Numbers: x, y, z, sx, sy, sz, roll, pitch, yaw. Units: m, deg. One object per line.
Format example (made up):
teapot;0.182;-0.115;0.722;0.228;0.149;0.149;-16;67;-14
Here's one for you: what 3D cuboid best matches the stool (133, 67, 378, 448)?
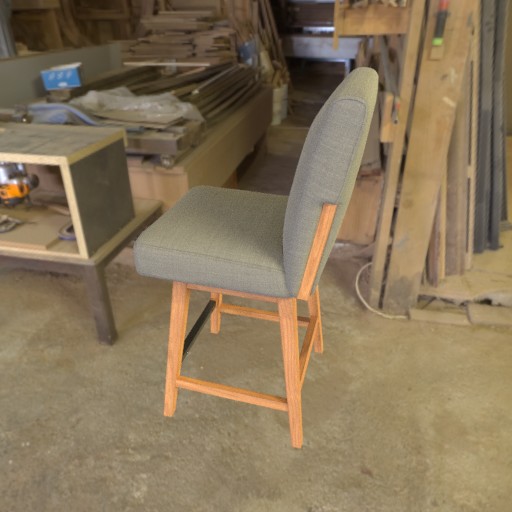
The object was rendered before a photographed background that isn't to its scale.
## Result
stool;0.000;0.000;1.313;0.570;1.019;0.459;8;31;14
